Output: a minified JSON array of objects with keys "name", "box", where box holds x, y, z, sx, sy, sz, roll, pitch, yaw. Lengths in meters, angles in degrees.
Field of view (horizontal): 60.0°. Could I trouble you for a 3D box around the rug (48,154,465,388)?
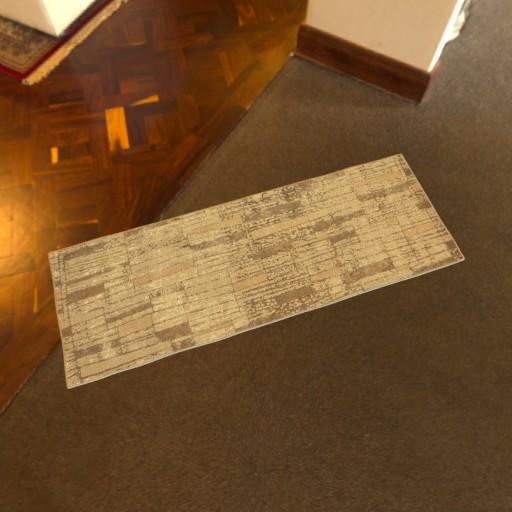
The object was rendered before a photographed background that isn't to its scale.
[{"name":"rug","box":[0.000,0.000,2.681,2.383,0.018,0.857,-17,65,-8]}]
